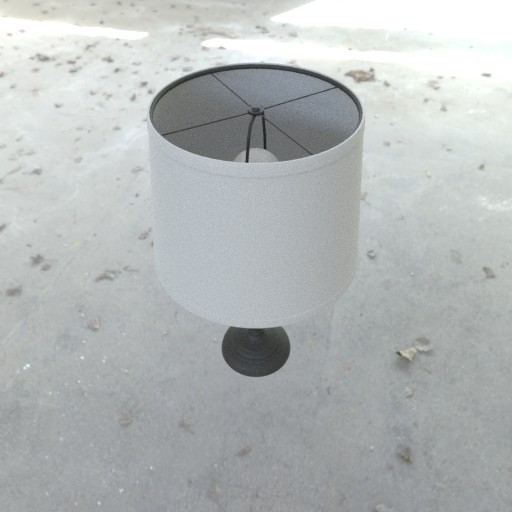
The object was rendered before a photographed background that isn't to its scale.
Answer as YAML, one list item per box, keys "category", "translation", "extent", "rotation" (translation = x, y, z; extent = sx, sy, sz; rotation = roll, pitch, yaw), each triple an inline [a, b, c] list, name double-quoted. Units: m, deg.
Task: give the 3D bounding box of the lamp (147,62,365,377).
- category: "lamp"
  translation: [0.000, 0.000, 0.696]
  extent: [0.310, 0.501, 0.310]
  rotation: [0, 45, 0]
